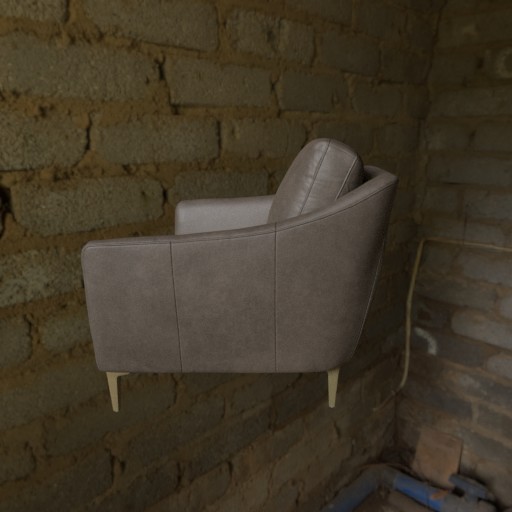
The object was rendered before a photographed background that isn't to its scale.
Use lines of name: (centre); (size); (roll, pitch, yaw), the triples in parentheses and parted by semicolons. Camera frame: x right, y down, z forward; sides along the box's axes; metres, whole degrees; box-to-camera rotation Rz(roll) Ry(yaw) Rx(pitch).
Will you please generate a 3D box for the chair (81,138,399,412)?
chair: (0.000, 0.000, 1.758); (0.961, 0.901, 0.988); (2, 15, 8)
